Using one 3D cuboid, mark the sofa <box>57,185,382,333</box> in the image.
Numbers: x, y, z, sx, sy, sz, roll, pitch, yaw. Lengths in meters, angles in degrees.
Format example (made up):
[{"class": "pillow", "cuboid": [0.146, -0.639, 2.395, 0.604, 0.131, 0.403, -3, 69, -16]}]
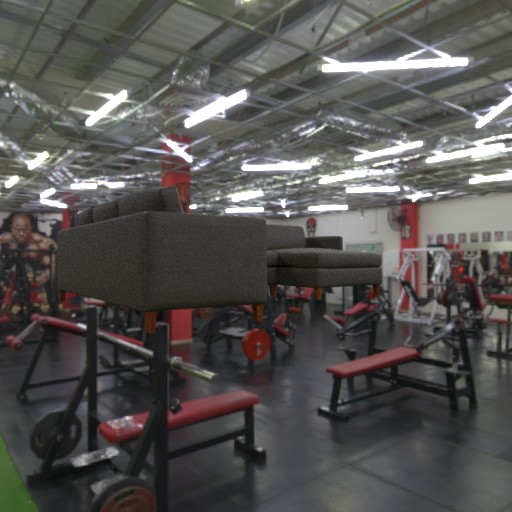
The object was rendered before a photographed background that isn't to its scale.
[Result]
[{"class": "sofa", "cuboid": [0.000, 0.000, 4.710, 3.460, 0.961, 2.594, 0, 0, -36]}]
